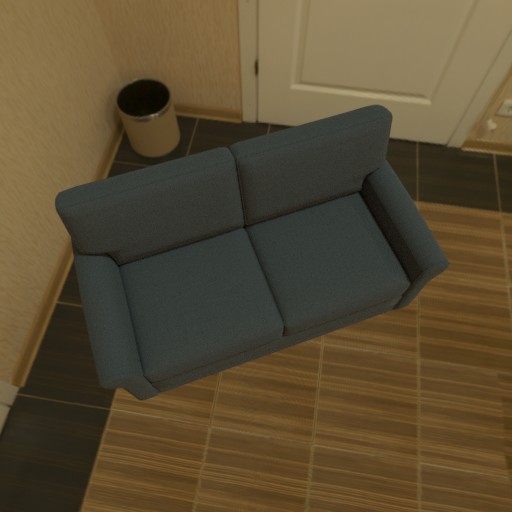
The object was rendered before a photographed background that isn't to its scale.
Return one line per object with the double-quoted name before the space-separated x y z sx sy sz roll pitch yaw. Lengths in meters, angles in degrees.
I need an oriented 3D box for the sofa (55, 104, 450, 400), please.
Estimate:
"sofa" 0.000 0.000 2.548 1.930 1.020 0.940 -18 64 -9
